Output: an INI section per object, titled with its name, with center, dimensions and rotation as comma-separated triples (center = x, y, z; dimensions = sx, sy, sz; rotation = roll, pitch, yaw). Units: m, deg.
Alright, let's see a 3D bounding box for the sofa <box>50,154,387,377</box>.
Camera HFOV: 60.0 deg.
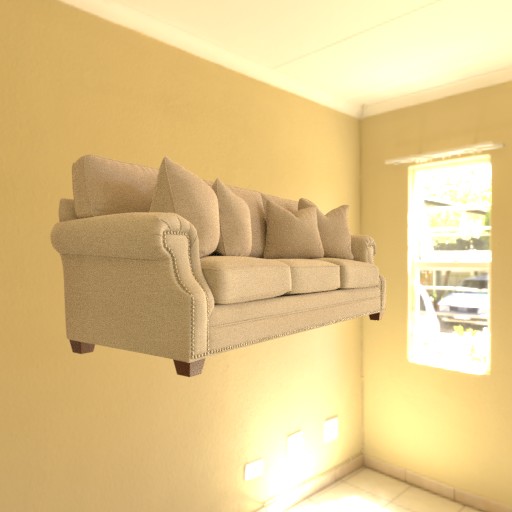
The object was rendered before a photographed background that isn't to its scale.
[sofa]
center = 0.000, 0.000, 2.852
dimensions = 0.965, 0.975, 2.312
rotation = 0, -1, 36
